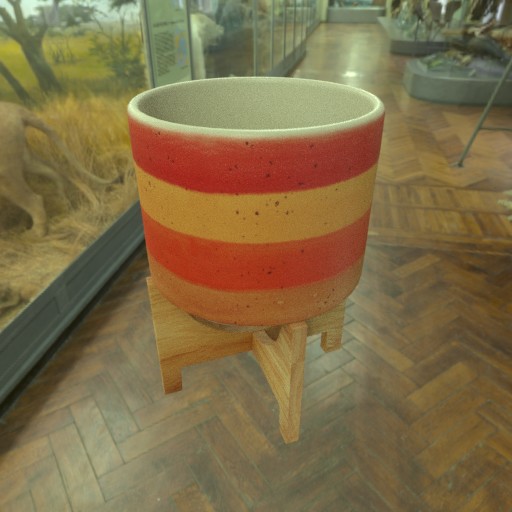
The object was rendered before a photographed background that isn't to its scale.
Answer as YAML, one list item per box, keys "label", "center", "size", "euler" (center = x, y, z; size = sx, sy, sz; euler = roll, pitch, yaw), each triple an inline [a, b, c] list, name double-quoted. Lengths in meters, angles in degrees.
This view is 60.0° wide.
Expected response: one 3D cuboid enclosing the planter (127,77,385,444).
- label: "planter"
  center: [0.000, 0.000, 0.550]
  size: [0.269, 0.379, 0.269]
  euler: [0, 31, 0]
